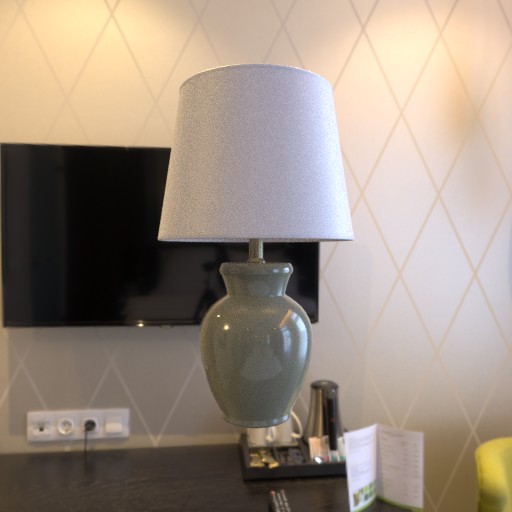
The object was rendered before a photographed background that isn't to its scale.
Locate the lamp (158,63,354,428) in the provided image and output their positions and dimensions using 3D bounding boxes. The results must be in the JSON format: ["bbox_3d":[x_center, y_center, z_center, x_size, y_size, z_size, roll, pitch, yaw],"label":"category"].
[{"bbox_3d":[0.000,0.000,0.553,0.239,0.399,0.239,0,1,0],"label":"lamp"}]
